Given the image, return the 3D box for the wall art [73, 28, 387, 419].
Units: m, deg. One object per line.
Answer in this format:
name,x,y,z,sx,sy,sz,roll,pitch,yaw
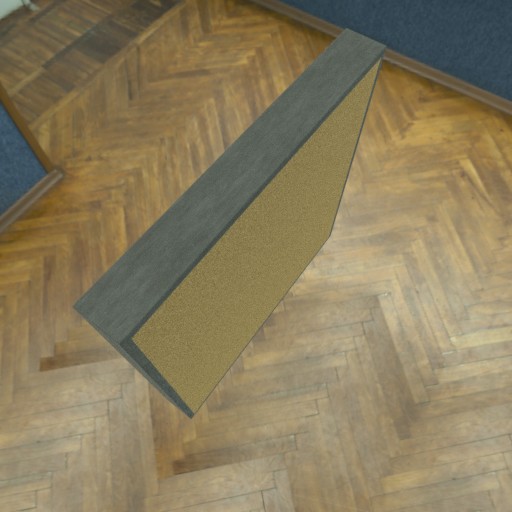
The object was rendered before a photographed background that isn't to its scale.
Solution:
wall art,0.000,0.000,0.437,0.038,0.302,0.303,33,67,16
